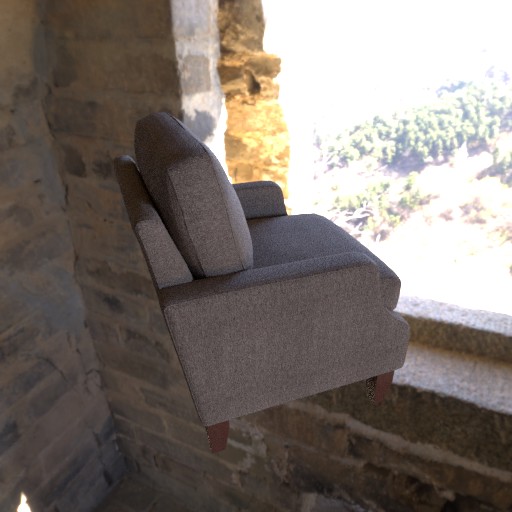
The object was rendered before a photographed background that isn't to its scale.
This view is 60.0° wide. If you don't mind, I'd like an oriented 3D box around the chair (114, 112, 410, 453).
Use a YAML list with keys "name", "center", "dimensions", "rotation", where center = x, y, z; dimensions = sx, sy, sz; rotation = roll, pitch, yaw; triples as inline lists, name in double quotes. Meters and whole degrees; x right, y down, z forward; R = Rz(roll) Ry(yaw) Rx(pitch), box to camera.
- name: "chair"
  center: [0.000, 0.000, 1.663]
  dimensions: [0.897, 0.993, 0.855]
  rotation: [-10, 30, -18]
